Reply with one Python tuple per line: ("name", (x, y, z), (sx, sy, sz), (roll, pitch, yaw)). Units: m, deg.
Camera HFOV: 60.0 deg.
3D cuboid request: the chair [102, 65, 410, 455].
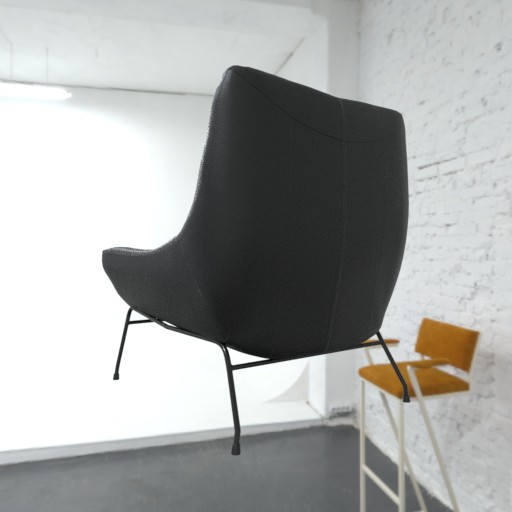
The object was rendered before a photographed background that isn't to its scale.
("chair", (0.000, 0.000, 1.529), (0.836, 0.922, 0.826), (0, 0, -35))
